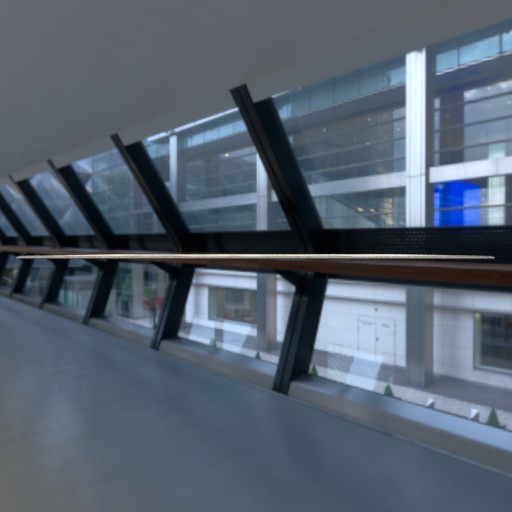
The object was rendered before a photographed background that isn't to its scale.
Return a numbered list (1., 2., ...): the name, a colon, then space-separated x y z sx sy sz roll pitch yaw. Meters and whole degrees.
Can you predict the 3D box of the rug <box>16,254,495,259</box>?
1. rug: 0.000 0.000 3.019 2.431 0.012 1.536 0 1 1
